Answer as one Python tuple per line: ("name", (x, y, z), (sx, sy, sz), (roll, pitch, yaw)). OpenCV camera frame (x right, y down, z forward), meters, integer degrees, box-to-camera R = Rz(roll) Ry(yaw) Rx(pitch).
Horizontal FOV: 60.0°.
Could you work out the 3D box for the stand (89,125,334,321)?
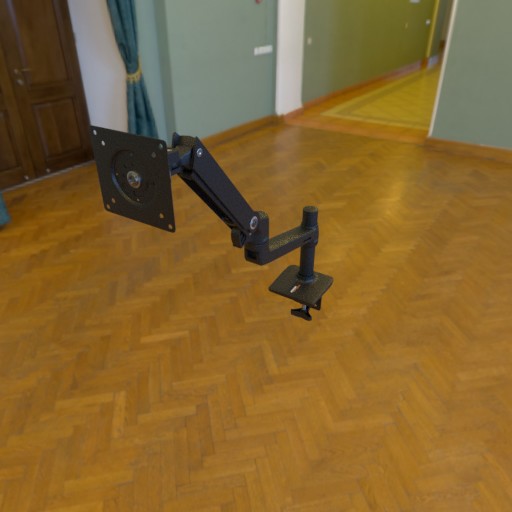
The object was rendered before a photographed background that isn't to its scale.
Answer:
("stand", (0.000, 0.000, 1.013), (0.152, 0.713, 0.650), (18, 35, 27))
